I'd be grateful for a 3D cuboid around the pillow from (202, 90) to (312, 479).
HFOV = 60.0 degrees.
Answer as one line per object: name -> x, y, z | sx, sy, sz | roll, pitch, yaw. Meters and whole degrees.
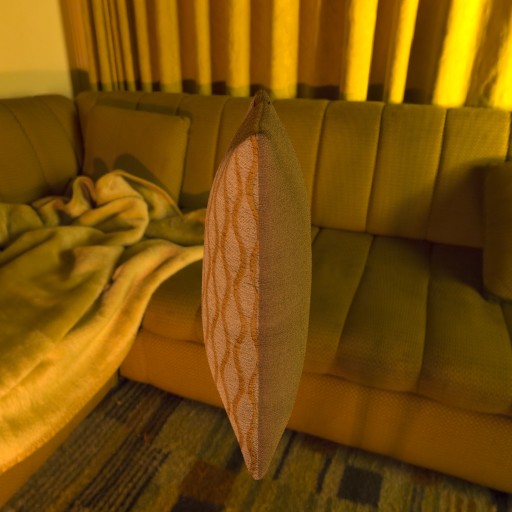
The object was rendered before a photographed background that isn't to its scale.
pillow -> 0.000, 0.000, 0.663 | 0.159, 0.436, 0.429 | 0, 26, 0
